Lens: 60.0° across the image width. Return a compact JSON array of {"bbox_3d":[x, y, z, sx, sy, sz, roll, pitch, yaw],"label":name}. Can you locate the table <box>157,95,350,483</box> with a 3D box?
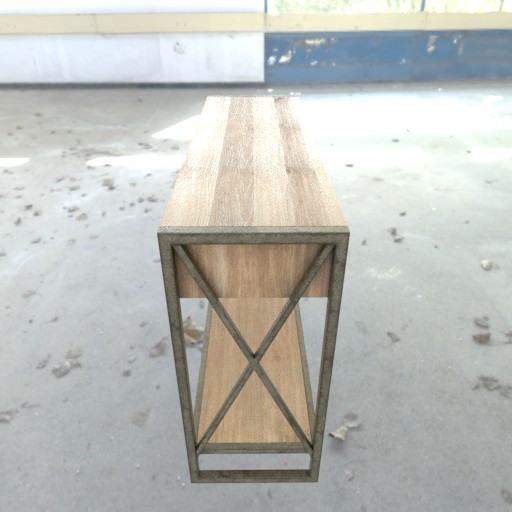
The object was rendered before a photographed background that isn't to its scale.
[{"bbox_3d":[0.000,0.000,1.426,0.361,0.763,1.059,0,32,0],"label":"table"}]
